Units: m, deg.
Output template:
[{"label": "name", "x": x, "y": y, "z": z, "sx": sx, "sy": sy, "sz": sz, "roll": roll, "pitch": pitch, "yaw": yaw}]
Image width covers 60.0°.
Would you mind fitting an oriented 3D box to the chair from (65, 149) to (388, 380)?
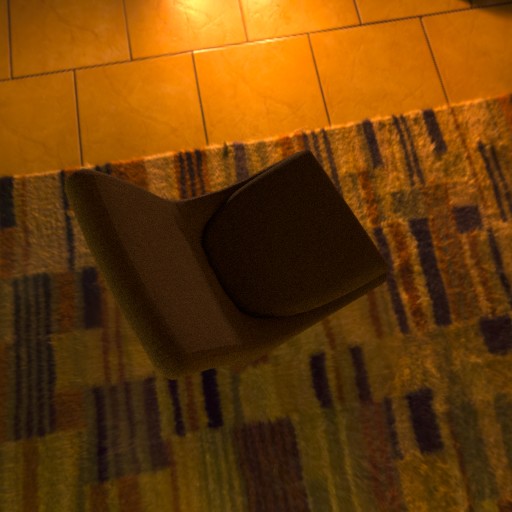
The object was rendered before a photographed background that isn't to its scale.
[{"label": "chair", "x": 0.000, "y": 0.000, "z": 1.305, "sx": 0.655, "sy": 0.952, "sz": 0.508, "roll": -29, "pitch": 77, "yaw": -7}]
